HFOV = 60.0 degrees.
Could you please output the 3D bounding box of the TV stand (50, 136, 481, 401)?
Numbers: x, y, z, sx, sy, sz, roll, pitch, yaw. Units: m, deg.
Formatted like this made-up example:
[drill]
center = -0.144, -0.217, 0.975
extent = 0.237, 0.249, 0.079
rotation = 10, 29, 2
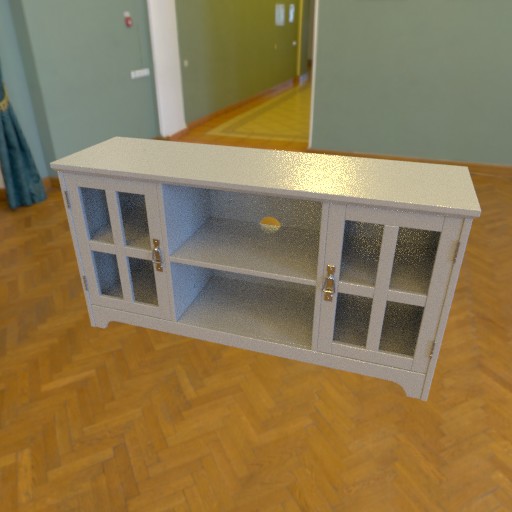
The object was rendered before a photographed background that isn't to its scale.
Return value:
[TV stand]
center = 0.000, 0.000, 1.433
extent = 1.167, 0.603, 0.344
rotation = 9, 30, 16
